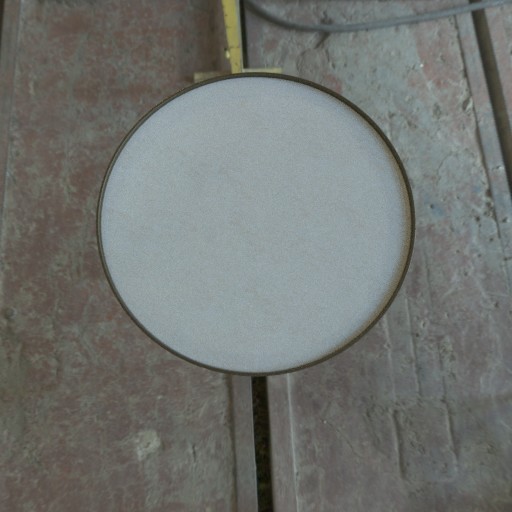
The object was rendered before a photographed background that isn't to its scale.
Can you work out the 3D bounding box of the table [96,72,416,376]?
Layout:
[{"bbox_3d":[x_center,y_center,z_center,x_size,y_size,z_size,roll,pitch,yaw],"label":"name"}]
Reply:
[{"bbox_3d":[0.000,0.000,0.940,0.480,0.565,0.480,0,76,0],"label":"table"}]
